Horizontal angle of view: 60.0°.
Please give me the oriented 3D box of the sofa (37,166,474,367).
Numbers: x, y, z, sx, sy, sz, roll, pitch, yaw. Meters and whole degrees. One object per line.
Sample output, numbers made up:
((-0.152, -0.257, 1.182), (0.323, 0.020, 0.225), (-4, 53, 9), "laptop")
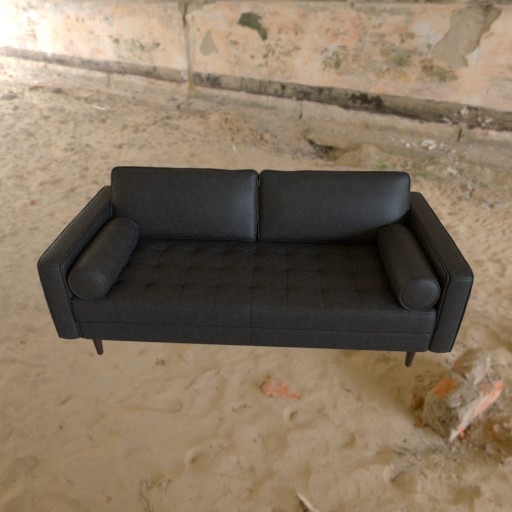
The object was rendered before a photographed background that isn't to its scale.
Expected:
((0.000, 0.000, 2.320), (1.879, 0.770, 0.921), (2, 31, 3), "sofa")
